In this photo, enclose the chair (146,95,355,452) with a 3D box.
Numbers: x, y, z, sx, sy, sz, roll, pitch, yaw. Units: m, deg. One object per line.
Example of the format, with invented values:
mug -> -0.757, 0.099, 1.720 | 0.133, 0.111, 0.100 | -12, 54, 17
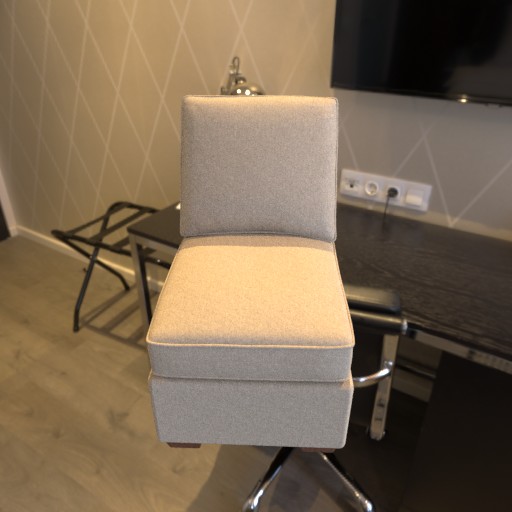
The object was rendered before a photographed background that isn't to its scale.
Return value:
chair -> 0.000, 0.000, 1.707 | 0.674, 1.058, 1.020 | 1, 30, 2
